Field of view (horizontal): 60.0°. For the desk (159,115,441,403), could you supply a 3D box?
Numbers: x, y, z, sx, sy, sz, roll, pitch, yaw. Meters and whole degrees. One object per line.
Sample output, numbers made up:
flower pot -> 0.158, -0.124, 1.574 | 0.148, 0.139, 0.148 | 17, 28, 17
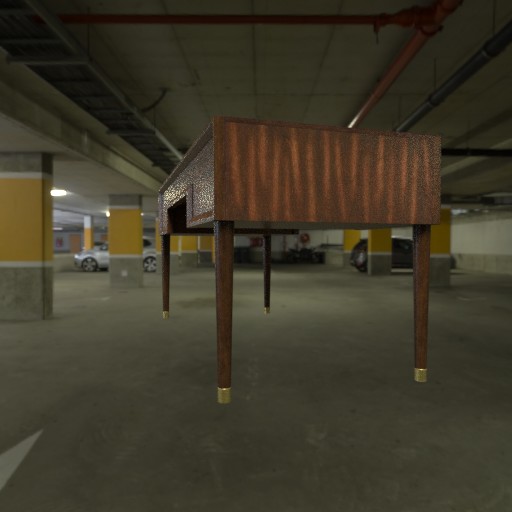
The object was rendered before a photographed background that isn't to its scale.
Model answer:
desk -> 0.000, 0.000, 2.012 | 0.724, 0.762, 1.575 | 0, 1, -17
